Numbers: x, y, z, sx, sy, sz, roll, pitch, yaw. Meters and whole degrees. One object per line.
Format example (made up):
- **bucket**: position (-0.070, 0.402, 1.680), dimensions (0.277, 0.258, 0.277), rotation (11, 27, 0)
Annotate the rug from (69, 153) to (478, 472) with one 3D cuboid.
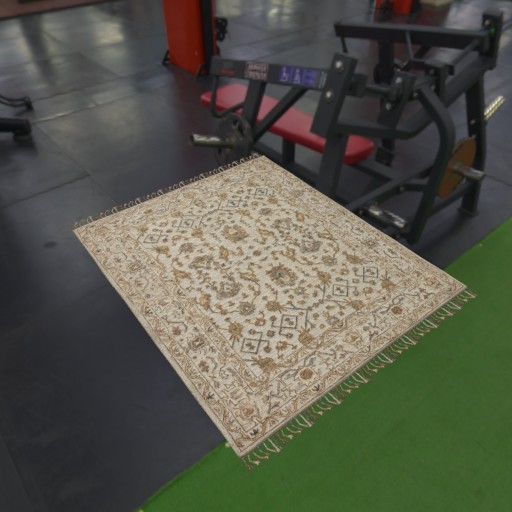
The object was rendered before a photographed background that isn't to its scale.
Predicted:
- **rug**: position (0.000, 0.000, 4.100), dimensions (2.426, 0.034, 3.061), rotation (-27, 49, -27)
